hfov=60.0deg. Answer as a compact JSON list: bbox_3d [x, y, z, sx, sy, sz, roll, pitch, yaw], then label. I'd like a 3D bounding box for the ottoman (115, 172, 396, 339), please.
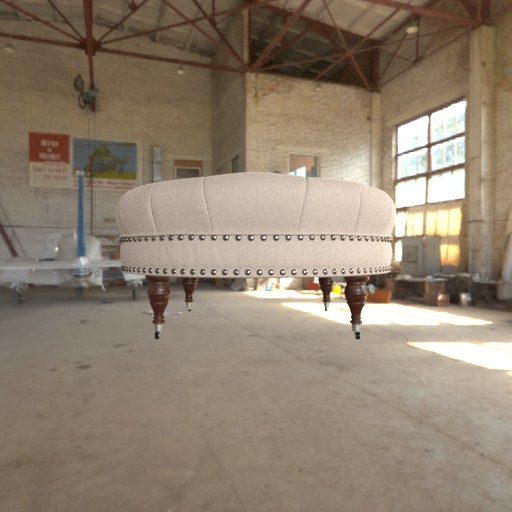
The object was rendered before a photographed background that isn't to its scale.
[{"bbox_3d":[0.000,0.000,1.452,0.901,0.439,0.901,0,0,0],"label":"ottoman"}]
